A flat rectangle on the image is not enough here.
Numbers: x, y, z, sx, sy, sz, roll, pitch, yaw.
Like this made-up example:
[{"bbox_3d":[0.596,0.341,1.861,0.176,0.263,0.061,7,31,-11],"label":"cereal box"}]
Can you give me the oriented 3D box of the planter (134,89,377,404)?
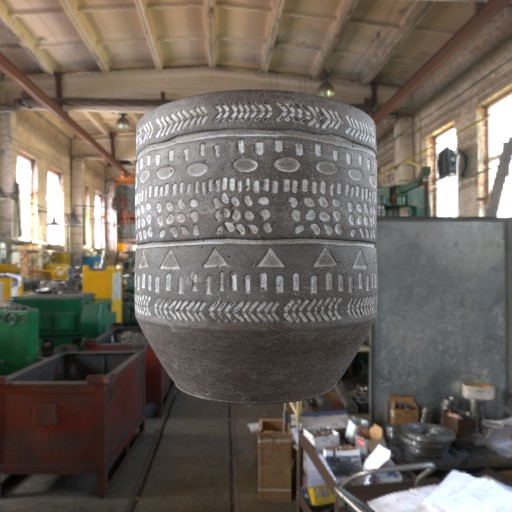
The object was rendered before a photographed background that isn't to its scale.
[{"bbox_3d":[0.000,0.000,0.230,0.122,0.128,0.122,0,-1,0],"label":"planter"}]
